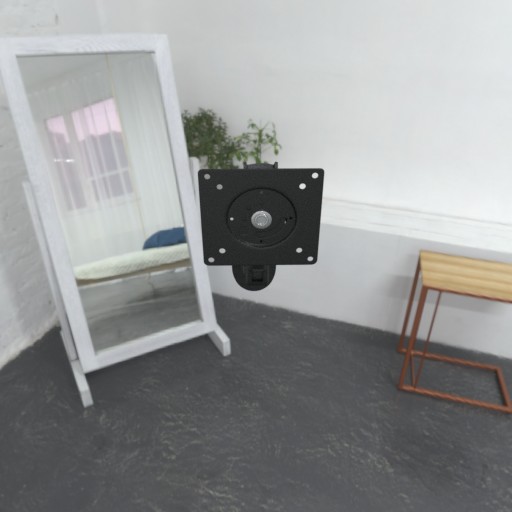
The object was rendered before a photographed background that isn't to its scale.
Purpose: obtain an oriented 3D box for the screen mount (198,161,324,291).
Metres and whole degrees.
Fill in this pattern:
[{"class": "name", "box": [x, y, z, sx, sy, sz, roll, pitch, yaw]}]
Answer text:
[{"class": "screen mount", "box": [0.000, 0.000, 0.730, 0.115, 0.466, 0.495, -1, 30, -1]}]
